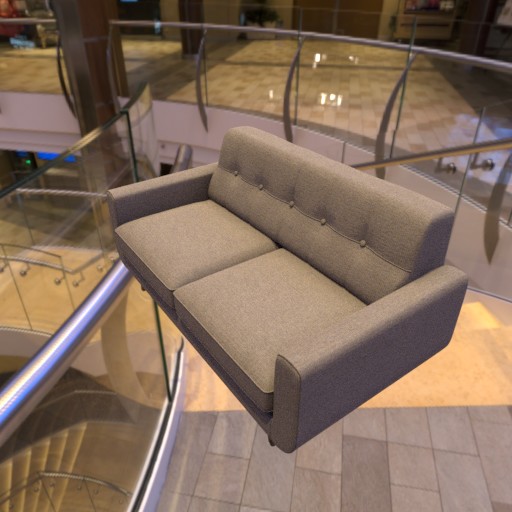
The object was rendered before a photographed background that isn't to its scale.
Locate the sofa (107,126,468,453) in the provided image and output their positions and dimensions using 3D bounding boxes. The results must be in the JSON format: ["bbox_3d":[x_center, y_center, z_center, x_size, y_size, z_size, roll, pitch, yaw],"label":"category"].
[{"bbox_3d":[0.000,0.000,2.140,0.909,0.841,1.631,-21,38,-29],"label":"sofa"}]
